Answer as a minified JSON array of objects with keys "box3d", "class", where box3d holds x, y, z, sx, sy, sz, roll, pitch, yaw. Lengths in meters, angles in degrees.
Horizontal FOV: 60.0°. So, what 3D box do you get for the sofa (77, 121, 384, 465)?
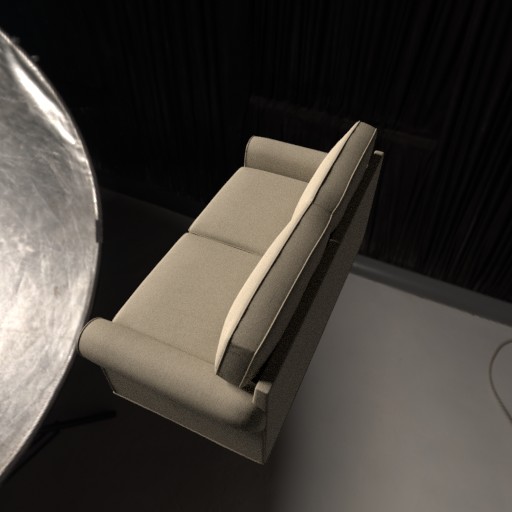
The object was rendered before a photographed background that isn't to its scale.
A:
[{"box3d":[0.000,0.000,2.335,0.861,0.933,1.774,19,49,17],"class":"sofa"}]
